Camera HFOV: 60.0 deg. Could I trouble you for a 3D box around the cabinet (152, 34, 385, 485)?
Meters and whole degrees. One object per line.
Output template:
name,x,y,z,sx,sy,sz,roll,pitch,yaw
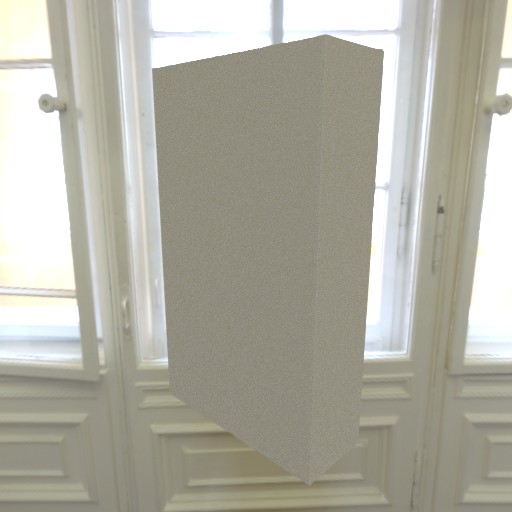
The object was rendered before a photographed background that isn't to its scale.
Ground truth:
cabinet,0.000,0.000,2.627,1.250,2.160,0.480,14,20,43
